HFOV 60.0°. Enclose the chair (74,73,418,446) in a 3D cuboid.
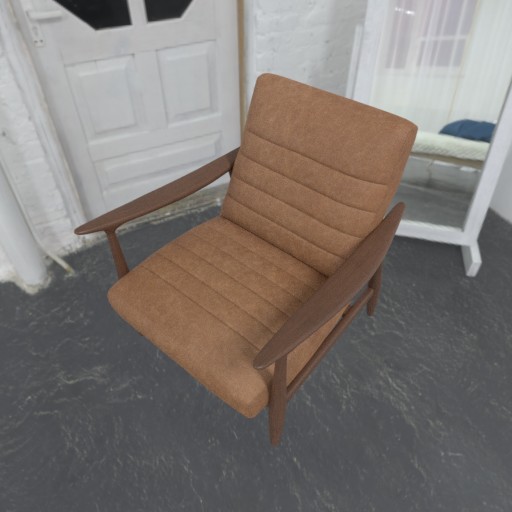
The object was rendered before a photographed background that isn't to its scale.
[{"bbox_3d":[0.000,0.000,1.442,0.741,0.832,0.798,31,53,26],"label":"chair"}]
